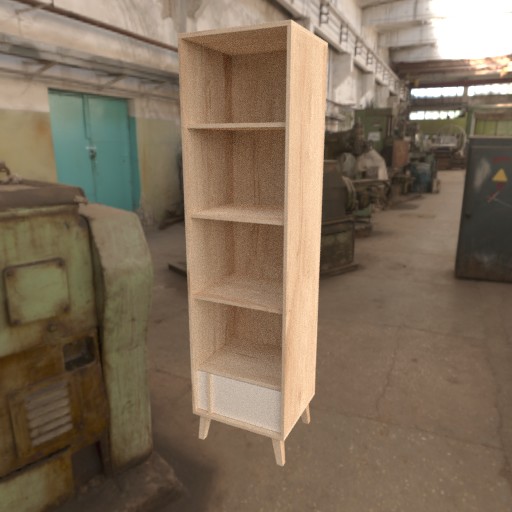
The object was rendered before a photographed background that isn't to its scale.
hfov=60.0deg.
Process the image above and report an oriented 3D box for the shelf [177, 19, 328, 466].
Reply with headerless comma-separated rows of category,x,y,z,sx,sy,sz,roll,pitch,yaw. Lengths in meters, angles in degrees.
shelf,0.000,0.000,2.180,0.510,1.960,0.450,7,16,25
